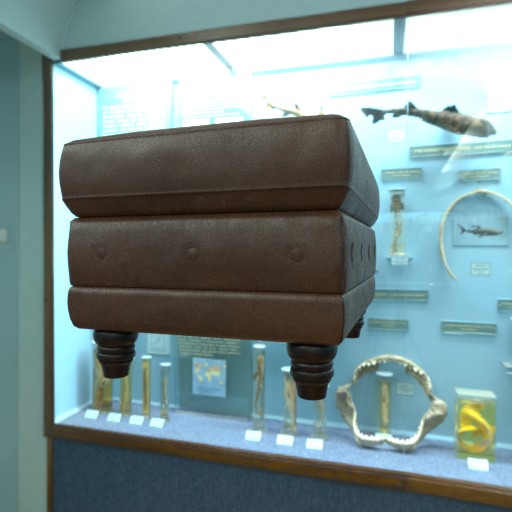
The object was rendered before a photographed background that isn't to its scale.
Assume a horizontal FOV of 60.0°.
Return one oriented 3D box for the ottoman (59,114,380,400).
[{"bbox_3d":[0.000,0.000,1.168,0.588,0.509,0.795,0,0,19],"label":"ottoman"}]
